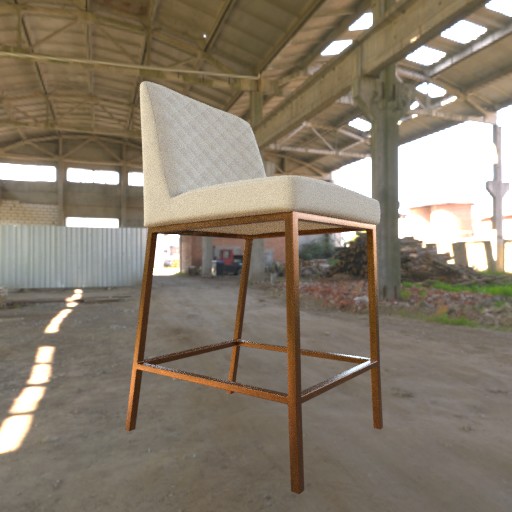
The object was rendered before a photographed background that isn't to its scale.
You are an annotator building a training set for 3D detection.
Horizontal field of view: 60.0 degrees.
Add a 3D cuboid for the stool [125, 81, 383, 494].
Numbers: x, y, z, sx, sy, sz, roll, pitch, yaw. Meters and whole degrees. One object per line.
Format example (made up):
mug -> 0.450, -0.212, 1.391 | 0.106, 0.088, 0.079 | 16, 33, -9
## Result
stool -> 0.000, 0.000, 1.251 | 0.576, 0.973, 0.507 | 0, -1, 37
